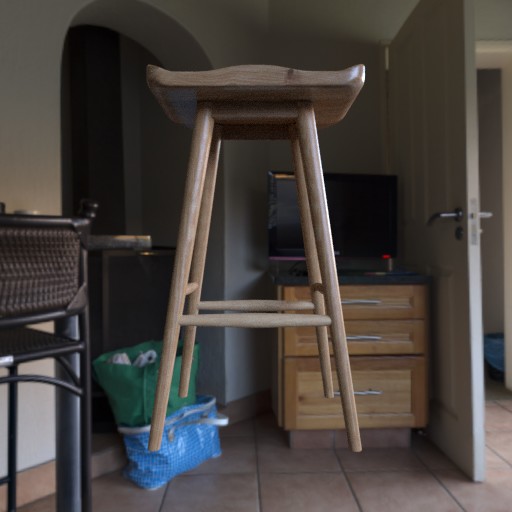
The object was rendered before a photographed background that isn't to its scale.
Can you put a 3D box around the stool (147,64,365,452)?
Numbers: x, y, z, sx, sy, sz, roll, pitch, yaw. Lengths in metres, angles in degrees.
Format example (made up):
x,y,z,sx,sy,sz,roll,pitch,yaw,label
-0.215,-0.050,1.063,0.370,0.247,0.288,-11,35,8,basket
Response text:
x,y,z,sx,sy,sz,roll,pitch,yaw,label
0.000,0.000,0.948,0.407,0.698,0.322,0,0,0,stool
